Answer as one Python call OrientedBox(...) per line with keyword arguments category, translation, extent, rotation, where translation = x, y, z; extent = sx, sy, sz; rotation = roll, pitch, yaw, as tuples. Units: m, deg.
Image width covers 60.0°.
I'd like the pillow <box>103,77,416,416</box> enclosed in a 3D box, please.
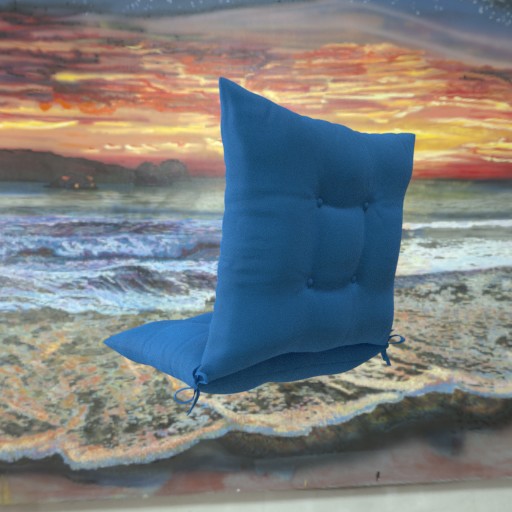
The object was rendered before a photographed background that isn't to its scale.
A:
OrientedBox(category="pillow", translation=(0.000, 0.000, 1.007), extent=(0.541, 0.536, 0.585), rotation=(0, 0, -37))
